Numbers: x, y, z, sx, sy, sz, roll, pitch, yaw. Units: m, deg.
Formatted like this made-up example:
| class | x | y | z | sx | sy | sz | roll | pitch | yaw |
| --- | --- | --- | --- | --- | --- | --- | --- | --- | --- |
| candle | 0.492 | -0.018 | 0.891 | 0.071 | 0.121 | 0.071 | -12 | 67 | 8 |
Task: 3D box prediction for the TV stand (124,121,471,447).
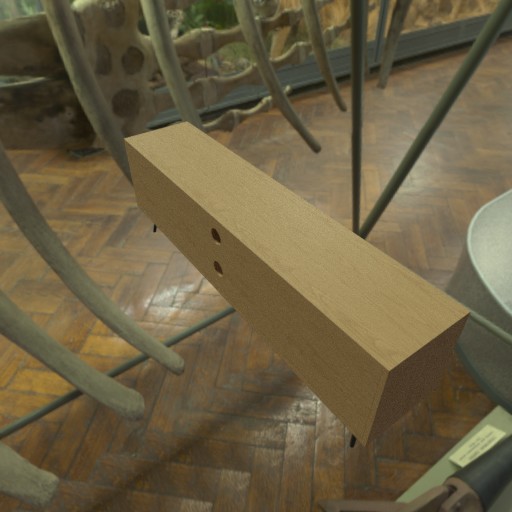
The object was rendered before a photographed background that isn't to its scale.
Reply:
| class | x | y | z | sx | sy | sz | roll | pitch | yaw |
| --- | --- | --- | --- | --- | --- | --- | --- | --- | --- |
| TV stand | 0.000 | 0.000 | 2.005 | 0.400 | 0.580 | 1.760 | -25 | 46 | -27 |
